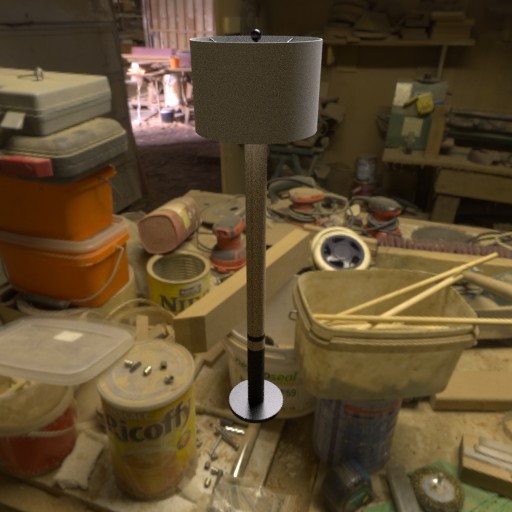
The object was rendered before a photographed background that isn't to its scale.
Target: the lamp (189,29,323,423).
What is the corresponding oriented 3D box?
[{"bbox_3d":[0.000,0.000,1.622,0.381,1.478,0.381,10,30,17],"label":"lamp"}]
